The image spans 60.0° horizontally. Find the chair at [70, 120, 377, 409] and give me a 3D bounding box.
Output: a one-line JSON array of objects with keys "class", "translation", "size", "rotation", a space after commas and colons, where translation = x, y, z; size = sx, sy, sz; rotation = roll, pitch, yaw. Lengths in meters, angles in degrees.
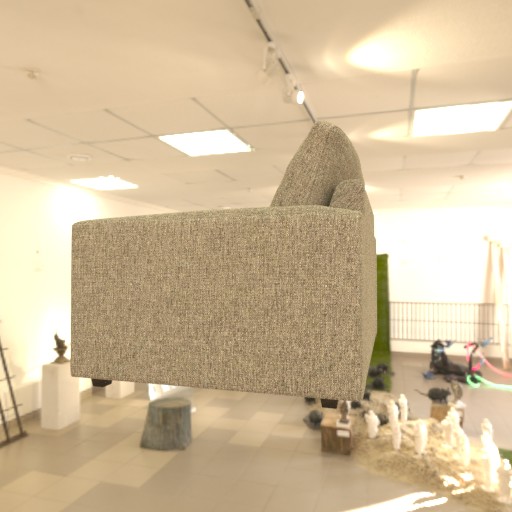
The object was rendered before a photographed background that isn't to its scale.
[{"class": "chair", "translation": [0.000, 0.000, 2.053], "size": [1.039, 0.915, 1.398], "rotation": [0, -1, 17]}]
